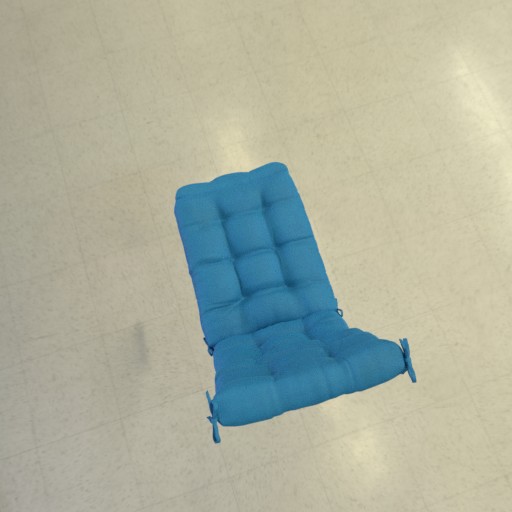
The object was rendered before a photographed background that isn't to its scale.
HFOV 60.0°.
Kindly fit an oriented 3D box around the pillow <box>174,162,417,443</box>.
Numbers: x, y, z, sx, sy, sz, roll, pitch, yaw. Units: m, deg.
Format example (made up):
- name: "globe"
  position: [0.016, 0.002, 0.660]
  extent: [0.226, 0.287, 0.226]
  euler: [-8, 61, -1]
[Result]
- name: "pillow"
  position: [0.000, 0.000, 1.538]
  extent: [0.526, 0.863, 1.016]
  euler: [-15, 75, -4]
